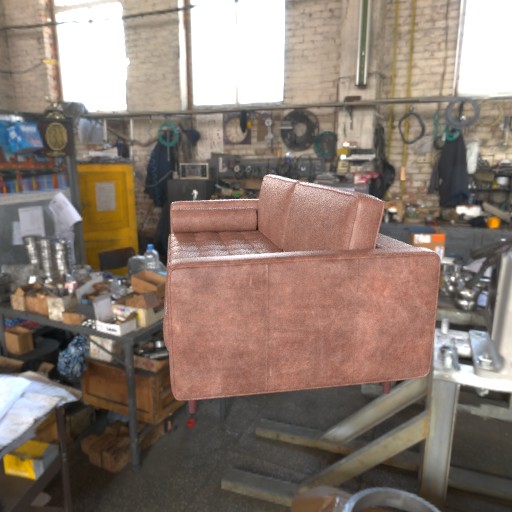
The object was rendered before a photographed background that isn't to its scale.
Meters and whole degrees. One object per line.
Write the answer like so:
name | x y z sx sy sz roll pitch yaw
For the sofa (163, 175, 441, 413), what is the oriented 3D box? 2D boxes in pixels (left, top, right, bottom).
sofa | 0.000 0.000 2.285 0.910 0.760 1.870 -2 13 -10
